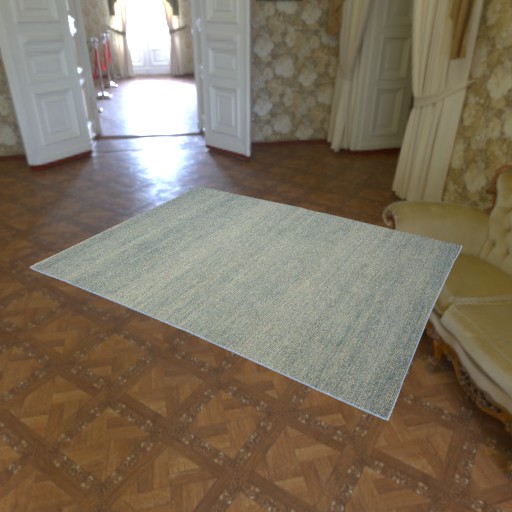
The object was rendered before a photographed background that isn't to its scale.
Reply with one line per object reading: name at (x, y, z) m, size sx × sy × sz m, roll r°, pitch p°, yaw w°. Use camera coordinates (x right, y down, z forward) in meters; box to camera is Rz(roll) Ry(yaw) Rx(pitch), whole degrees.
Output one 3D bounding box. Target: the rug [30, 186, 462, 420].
rug at (0.000, 0.000, 4.124) m, size 3.237 × 0.046 × 2.461 m, roll 17°, pitch 33°, yaw 27°
